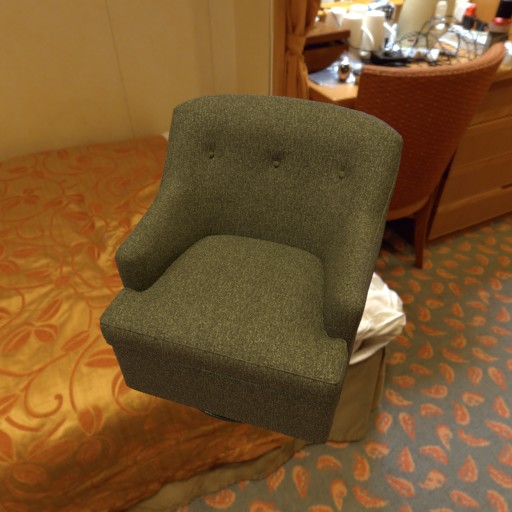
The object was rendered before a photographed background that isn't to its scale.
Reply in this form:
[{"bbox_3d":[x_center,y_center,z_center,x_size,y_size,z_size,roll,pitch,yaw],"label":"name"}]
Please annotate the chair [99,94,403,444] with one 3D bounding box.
[{"bbox_3d":[0.000,0.000,1.620,0.864,0.856,0.923,12,43,13],"label":"chair"}]
